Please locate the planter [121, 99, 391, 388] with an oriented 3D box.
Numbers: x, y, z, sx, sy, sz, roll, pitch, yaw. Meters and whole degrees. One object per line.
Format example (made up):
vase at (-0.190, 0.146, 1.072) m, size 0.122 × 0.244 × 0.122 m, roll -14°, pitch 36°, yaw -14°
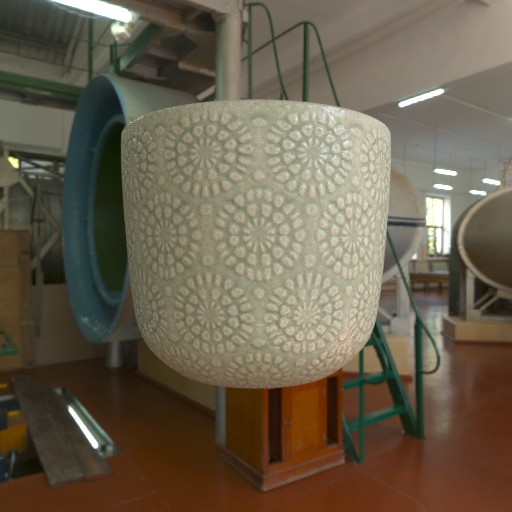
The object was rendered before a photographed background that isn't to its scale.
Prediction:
planter at (0.000, 0.000, 0.213) m, size 0.124 × 0.109 × 0.124 m, roll 0°, pitch 1°, yaw 0°
